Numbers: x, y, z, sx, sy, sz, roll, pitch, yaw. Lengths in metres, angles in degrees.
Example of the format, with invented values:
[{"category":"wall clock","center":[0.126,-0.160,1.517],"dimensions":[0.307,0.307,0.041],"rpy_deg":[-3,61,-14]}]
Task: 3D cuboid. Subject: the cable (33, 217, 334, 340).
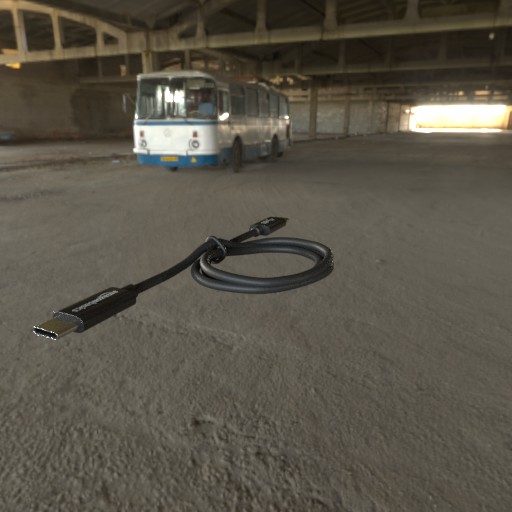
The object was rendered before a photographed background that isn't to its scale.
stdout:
[{"category":"cable","center":[0.000,0.000,0.206],"dimensions":[0.070,0.014,0.186],"rpy_deg":[8,19,25]}]
